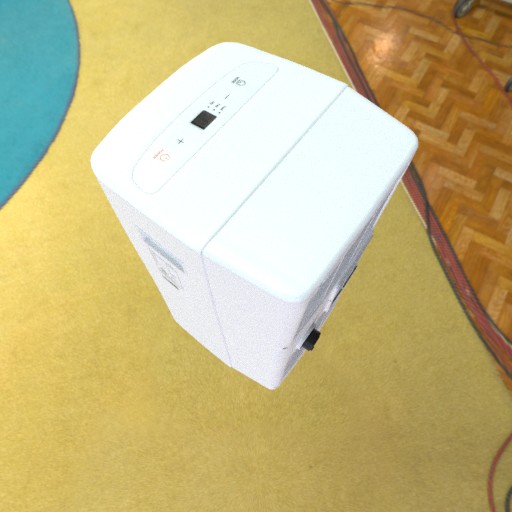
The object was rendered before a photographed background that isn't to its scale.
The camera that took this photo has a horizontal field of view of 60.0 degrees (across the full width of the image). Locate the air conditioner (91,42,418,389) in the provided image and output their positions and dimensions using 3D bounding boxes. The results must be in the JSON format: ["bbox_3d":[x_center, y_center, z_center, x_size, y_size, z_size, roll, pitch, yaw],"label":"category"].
[{"bbox_3d":[0.000,0.000,0.800,0.349,0.606,0.304,33,68,15],"label":"air conditioner"}]
